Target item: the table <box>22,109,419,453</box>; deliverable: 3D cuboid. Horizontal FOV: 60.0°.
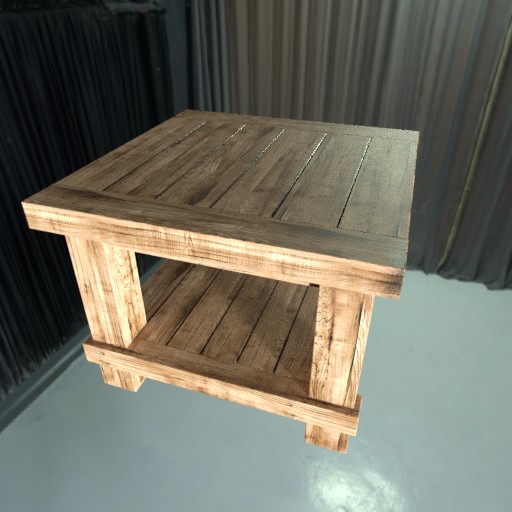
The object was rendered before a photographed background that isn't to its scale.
[{"bbox_3d":[0.000,0.000,1.013,0.610,0.457,0.610,10,34,16],"label":"table"}]
